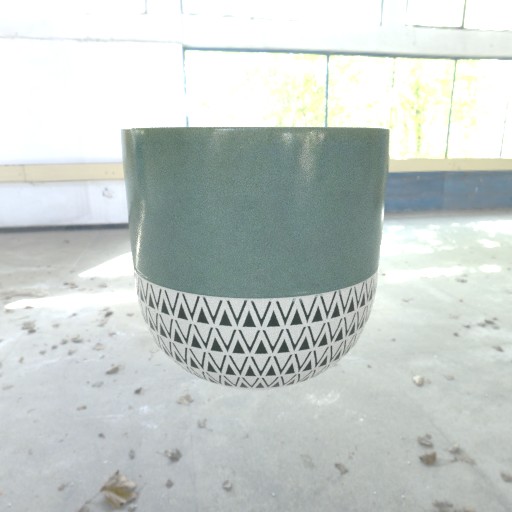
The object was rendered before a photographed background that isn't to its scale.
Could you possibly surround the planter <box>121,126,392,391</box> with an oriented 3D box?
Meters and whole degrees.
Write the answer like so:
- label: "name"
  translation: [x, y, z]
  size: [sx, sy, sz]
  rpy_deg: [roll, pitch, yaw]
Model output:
- label: "planter"
  translation: [0.000, 0.000, 0.488]
  size: [0.266, 0.270, 0.266]
  rpy_deg: [0, 15, 0]
